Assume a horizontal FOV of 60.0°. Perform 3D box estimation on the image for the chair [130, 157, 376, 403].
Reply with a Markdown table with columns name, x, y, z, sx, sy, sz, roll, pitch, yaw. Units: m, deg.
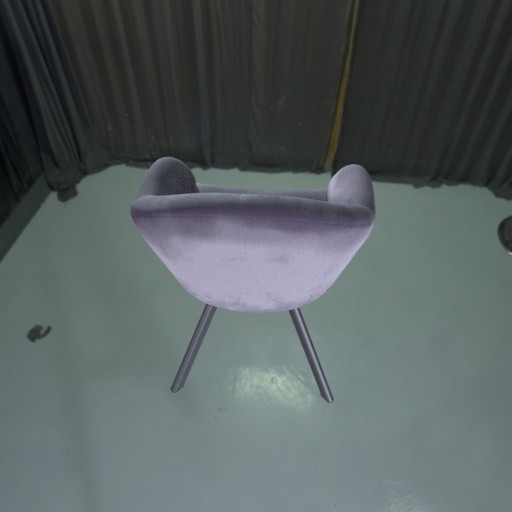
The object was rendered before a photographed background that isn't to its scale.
| name | x | y | z | sx | sy | sz | roll | pitch | yaw |
| --- | --- | --- | --- | --- | --- | --- | --- | --- | --- |
| chair | 0.000 | 0.000 | 1.178 | 0.550 | 0.795 | 0.590 | 3 | 46 | 3 |
